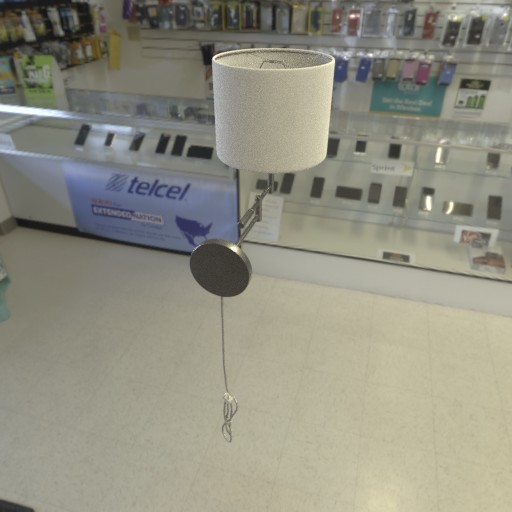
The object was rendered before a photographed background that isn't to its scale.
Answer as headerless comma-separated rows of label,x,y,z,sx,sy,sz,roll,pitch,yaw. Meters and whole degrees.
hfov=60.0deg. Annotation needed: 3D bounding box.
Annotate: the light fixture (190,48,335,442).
light fixture,0.000,0.000,1.058,0.253,0.842,0.479,10,35,15
